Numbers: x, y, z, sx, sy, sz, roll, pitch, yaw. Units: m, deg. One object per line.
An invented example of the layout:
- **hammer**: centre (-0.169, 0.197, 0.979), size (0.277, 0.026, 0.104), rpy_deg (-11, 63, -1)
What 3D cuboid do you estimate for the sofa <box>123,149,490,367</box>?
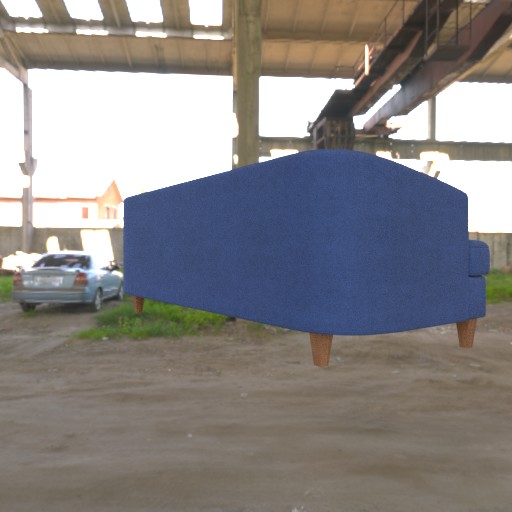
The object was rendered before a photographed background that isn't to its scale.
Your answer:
- **sofa**: centre (0.000, 0.000, 2.556), size (0.914, 0.787, 2.235), rpy_deg (-1, 1, -37)
